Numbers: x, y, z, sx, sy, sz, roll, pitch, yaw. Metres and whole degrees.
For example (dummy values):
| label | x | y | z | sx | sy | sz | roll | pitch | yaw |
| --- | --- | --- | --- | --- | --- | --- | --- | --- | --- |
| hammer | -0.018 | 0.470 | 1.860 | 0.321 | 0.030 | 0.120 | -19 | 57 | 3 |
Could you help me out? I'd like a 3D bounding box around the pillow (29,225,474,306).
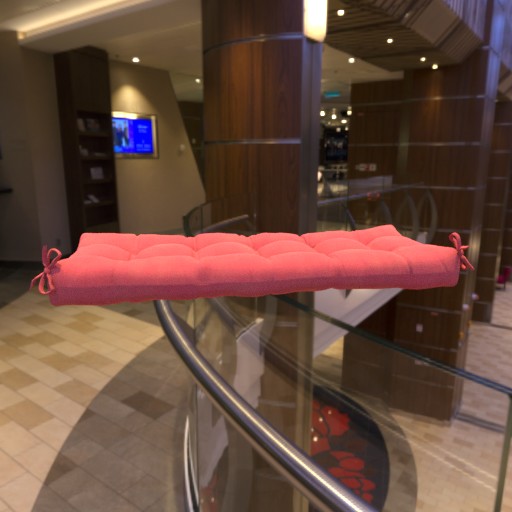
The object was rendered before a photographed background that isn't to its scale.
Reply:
| label | x | y | z | sx | sy | sz | roll | pitch | yaw |
| --- | --- | --- | --- | --- | --- | --- | --- | --- | --- |
| pillow | 0.000 | 0.000 | 1.346 | 1.194 | 0.174 | 0.511 | -2 | 13 | -9 |
